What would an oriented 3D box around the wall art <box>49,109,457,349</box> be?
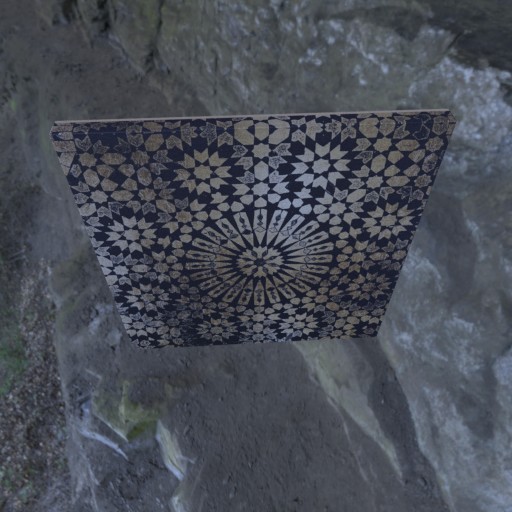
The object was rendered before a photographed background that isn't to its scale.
[{"bbox_3d":[0.000,0.000,0.900,0.612,0.612,0.038,-3,48,-2],"label":"wall art"}]
